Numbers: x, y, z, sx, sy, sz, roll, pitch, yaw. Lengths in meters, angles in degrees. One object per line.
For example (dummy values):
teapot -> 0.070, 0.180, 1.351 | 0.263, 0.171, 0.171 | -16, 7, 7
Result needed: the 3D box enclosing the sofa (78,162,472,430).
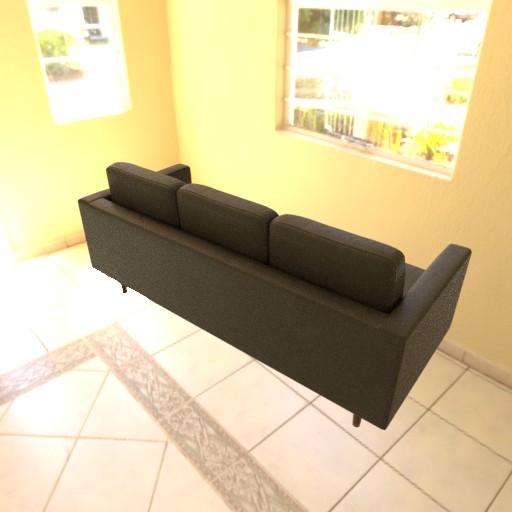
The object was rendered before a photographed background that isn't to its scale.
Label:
sofa -> 0.000, 0.000, 2.510 | 2.029, 0.899, 0.879 | 22, 37, 32
